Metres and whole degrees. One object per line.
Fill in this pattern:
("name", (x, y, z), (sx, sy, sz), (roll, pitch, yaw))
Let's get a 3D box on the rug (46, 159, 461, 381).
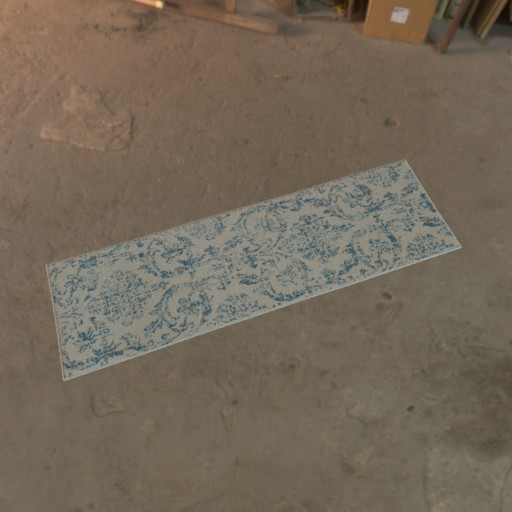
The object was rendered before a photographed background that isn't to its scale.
("rug", (0.000, 0.000, 2.439), (2.196, 0.011, 0.662), (-17, 64, -9))
